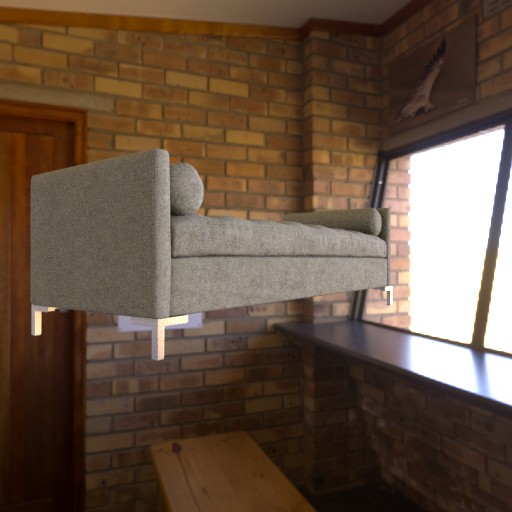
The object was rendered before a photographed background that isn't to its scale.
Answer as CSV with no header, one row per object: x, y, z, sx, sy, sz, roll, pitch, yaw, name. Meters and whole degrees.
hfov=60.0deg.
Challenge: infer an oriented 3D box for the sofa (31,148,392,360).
0.000,0.000,2.417,0.797,0.657,2.102,0,0,37,sofa
